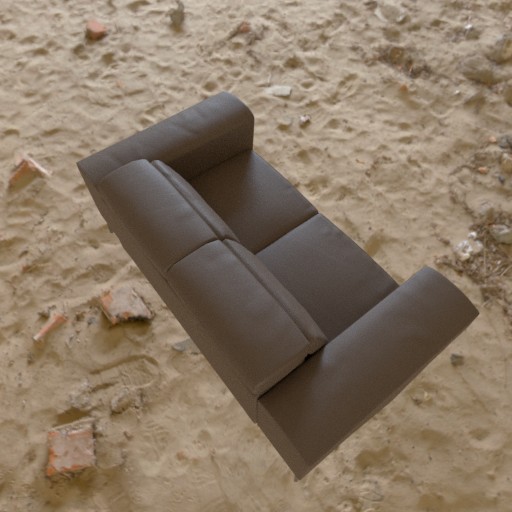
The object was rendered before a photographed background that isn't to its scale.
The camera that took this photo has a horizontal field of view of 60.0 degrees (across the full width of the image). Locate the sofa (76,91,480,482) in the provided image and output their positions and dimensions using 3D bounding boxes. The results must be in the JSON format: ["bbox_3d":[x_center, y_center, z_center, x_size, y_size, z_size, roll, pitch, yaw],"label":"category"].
[{"bbox_3d":[0.000,0.000,2.314,1.003,0.779,1.895,-33,63,-19],"label":"sofa"}]
